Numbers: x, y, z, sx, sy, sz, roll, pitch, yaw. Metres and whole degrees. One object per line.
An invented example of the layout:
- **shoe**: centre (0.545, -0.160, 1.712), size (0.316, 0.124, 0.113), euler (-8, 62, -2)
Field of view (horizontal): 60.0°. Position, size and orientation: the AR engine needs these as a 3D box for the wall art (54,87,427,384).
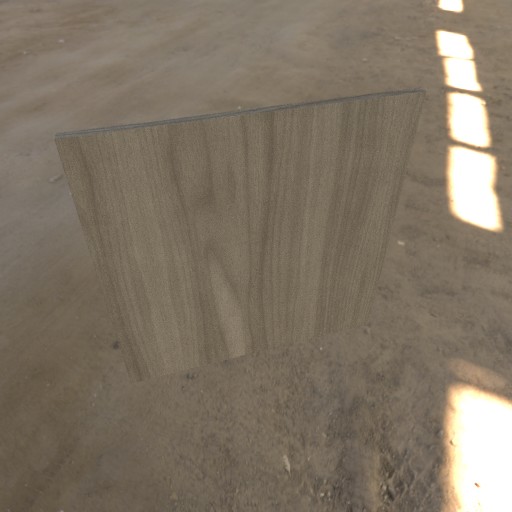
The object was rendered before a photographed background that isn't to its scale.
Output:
- **wall art**: centre (0.000, 0.000, 0.751), size (0.508, 0.507, 0.016), euler (-11, 42, -13)
